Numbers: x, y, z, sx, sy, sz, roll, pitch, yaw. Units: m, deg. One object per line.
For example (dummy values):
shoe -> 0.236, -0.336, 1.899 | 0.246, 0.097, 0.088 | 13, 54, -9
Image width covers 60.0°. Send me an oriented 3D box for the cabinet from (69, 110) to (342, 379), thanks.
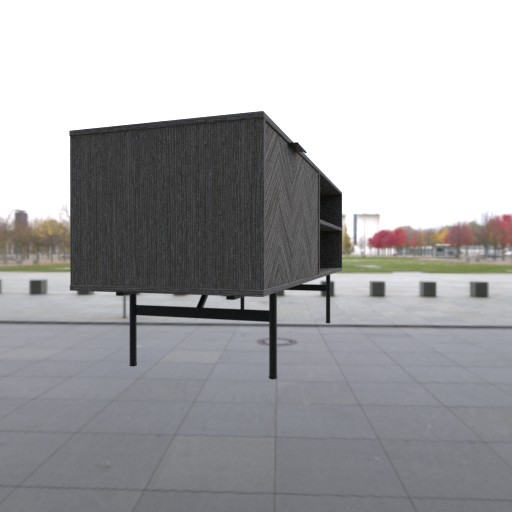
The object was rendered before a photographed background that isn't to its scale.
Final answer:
cabinet -> 0.000, 0.000, 1.582 | 0.500, 0.599, 1.300 | 0, 1, 18
